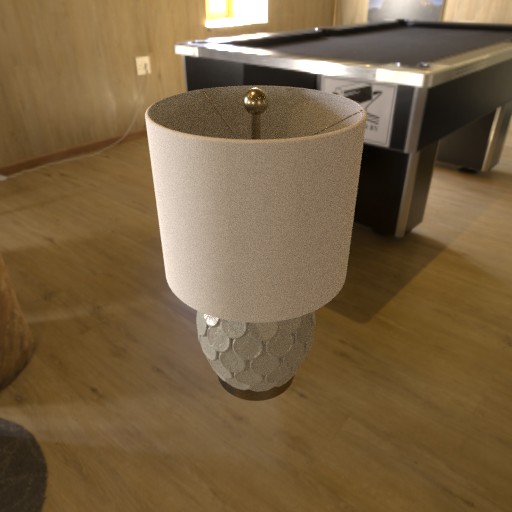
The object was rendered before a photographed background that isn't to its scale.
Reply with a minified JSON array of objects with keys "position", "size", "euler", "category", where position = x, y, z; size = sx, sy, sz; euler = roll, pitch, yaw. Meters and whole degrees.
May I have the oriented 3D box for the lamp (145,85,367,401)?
[{"position":[0.000,0.000,0.626],"size":[0.254,0.452,0.254],"euler":[0,32,0],"category":"lamp"}]
